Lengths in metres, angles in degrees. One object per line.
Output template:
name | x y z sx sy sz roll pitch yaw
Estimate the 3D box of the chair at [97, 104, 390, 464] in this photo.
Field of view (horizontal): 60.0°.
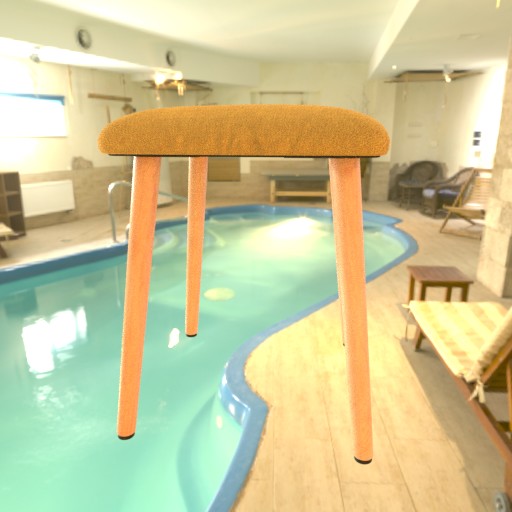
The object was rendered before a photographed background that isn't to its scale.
chair | 0.000 0.000 0.688 0.350 0.440 0.350 2 16 8
